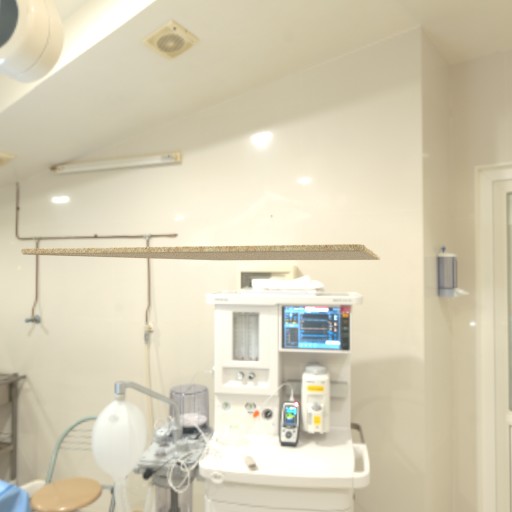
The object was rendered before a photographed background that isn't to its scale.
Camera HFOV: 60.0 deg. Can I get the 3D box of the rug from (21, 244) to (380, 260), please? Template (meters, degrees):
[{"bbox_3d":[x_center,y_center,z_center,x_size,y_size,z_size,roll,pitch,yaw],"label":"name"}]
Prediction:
[{"bbox_3d":[0.000,0.000,2.877,1.500,0.025,2.349,0,-1,17],"label":"rug"}]
